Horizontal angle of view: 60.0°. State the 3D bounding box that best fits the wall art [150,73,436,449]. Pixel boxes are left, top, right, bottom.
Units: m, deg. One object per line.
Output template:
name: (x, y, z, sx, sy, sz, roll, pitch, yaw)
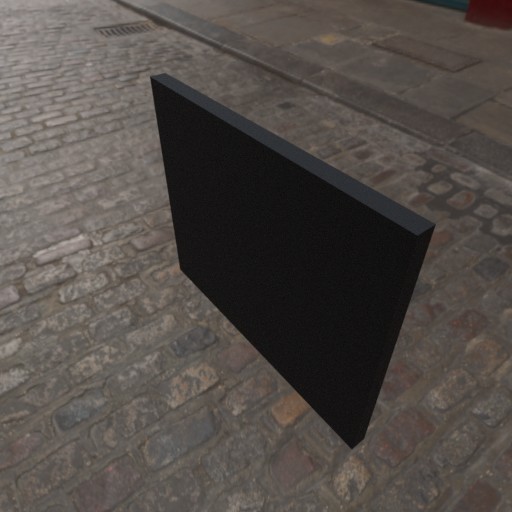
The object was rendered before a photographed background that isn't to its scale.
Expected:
wall art: (0.000, 0.000, 0.760, 0.031, 0.457, 0.558, -27, 48, -27)
